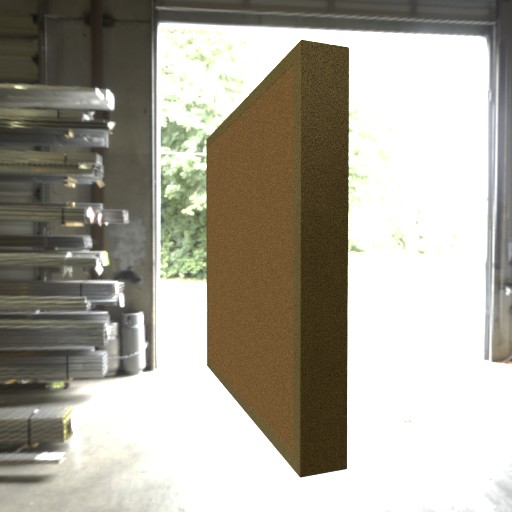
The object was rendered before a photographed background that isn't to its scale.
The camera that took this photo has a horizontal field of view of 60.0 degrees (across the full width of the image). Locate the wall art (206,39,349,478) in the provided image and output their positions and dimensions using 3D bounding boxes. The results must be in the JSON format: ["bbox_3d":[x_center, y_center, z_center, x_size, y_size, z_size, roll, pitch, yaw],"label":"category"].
[{"bbox_3d":[0.000,0.000,0.458,0.038,0.305,0.305,0,1,-19],"label":"wall art"}]
